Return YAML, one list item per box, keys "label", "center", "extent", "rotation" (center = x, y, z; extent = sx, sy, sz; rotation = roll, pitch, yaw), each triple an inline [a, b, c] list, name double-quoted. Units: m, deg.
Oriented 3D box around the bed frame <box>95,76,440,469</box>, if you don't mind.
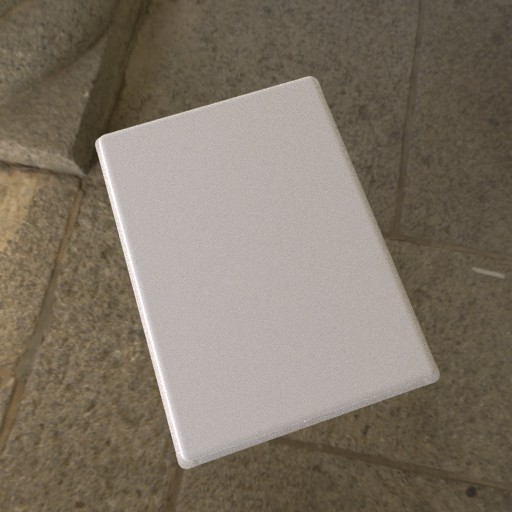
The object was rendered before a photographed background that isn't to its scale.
- label: "bed frame"
  center: [0.000, 0.000, 2.561]
  extent: [1.400, 0.406, 1.900]
  rotation: [-18, 76, -4]
